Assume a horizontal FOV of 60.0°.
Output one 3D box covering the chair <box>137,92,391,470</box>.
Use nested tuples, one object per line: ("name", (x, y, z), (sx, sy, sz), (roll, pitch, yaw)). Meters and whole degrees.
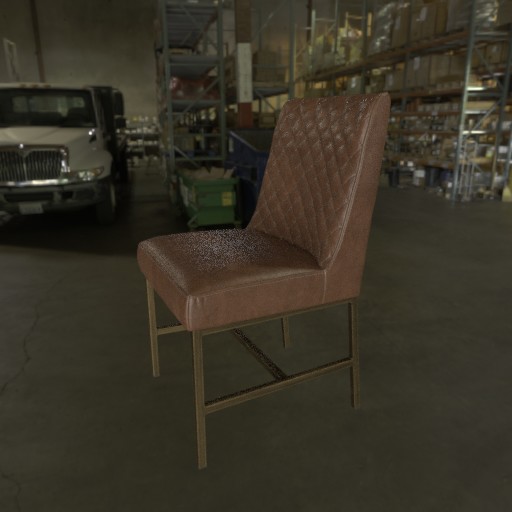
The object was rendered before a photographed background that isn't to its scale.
("chair", (0.000, 0.000, 1.274), (0.587, 0.889, 0.508), (-8, 18, -25))
